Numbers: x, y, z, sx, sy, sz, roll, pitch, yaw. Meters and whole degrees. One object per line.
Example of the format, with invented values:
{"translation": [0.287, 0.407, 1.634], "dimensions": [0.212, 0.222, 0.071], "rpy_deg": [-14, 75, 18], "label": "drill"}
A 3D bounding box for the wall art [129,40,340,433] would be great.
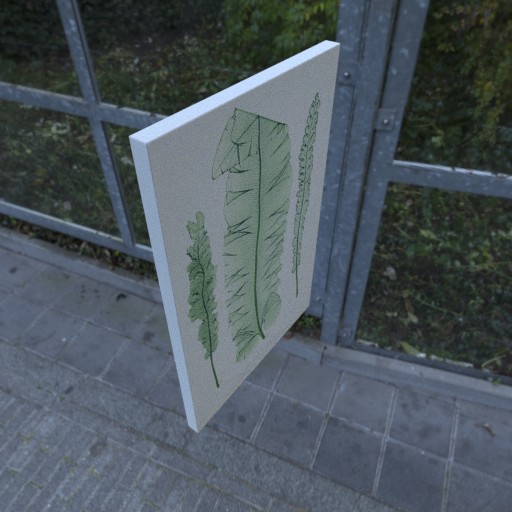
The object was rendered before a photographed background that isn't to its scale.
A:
{"translation": [0.000, 0.000, 1.166], "dimensions": [0.038, 0.914, 0.610], "rpy_deg": [26, 48, 26], "label": "wall art"}
